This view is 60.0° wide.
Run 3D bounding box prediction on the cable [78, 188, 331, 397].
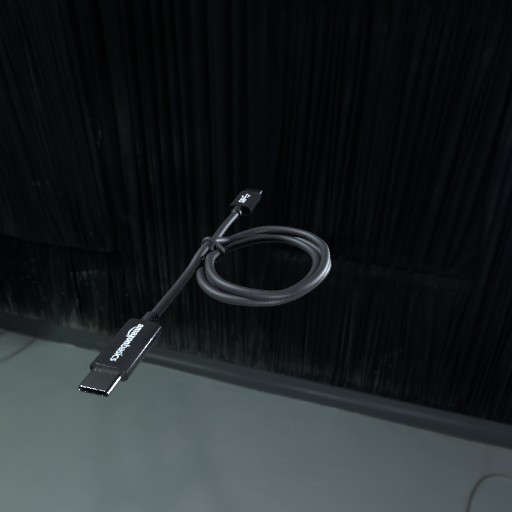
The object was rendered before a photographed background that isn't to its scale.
[{"bbox_3d":[0.000,0.000,0.210,0.070,0.014,0.186,7,30,13],"label":"cable"}]
